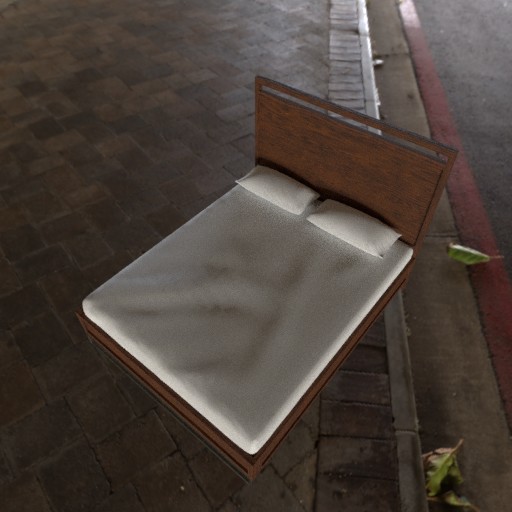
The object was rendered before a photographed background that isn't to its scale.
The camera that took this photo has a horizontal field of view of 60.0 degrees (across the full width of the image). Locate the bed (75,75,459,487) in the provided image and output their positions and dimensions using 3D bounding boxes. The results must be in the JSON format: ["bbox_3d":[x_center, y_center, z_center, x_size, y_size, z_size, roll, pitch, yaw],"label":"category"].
[{"bbox_3d":[0.000,0.000,3.359,1.765,1.487,2.218,31,54,26],"label":"bed"}]
